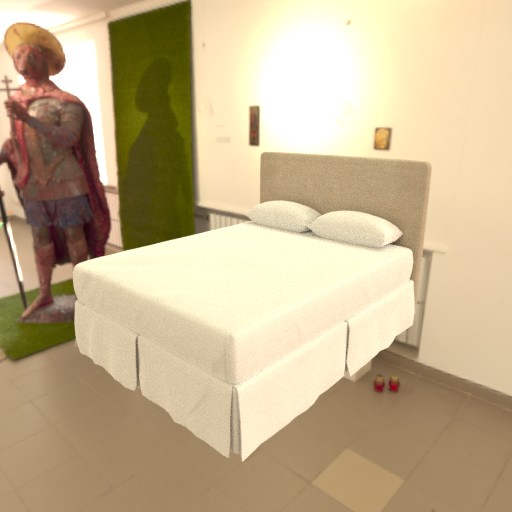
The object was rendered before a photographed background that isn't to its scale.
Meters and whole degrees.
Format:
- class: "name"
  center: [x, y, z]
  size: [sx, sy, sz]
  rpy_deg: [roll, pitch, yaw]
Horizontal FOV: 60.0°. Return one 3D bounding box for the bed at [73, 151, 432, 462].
- class: "bed"
  center: [0.000, 0.000, 3.246]
  size: [1.713, 1.330, 2.162]
  rpy_deg: [15, 23, 40]
